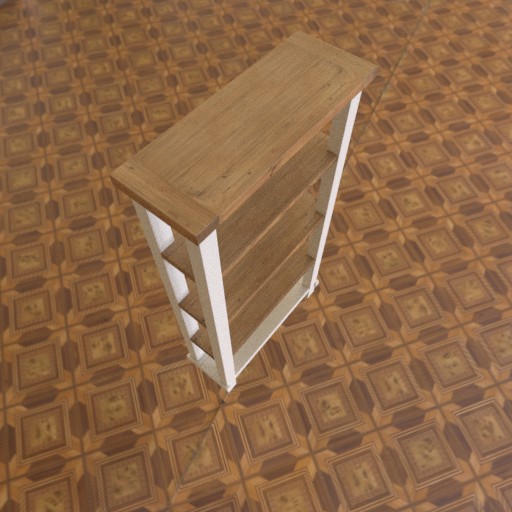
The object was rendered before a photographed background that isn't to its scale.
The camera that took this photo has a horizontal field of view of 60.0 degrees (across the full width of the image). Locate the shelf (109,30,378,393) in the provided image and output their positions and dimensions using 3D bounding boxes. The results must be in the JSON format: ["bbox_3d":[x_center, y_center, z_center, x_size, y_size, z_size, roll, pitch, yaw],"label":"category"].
[{"bbox_3d":[0.000,0.000,2.354,0.381,1.878,1.022,35,64,19],"label":"shelf"}]
